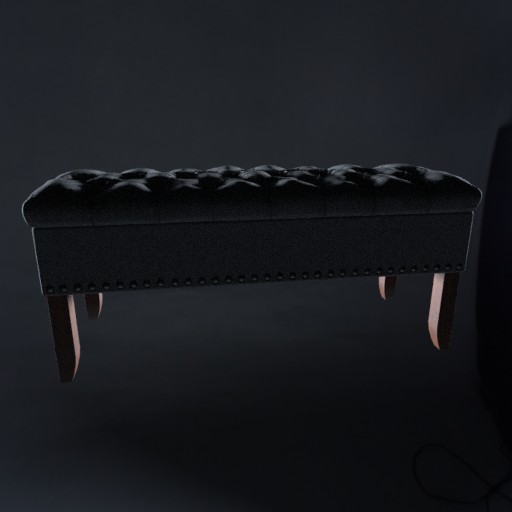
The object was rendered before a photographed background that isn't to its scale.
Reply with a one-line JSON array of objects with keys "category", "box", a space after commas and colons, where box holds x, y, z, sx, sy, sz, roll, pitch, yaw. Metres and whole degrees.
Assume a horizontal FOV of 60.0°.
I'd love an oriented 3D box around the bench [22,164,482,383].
[{"category": "bench", "box": [0.000, 0.000, 1.244, 1.052, 0.470, 0.417, -3, 18, -9]}]
